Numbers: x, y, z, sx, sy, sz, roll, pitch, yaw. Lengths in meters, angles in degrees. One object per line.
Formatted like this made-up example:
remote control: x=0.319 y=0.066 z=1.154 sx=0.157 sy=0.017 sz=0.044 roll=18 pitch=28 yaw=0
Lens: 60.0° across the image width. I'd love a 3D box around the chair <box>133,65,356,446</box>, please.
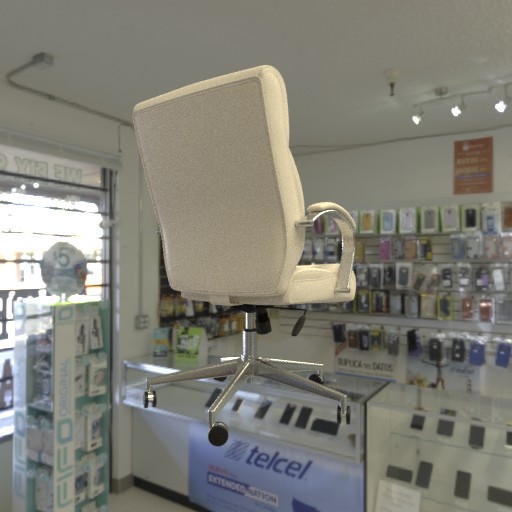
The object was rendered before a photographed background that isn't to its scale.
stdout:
chair: x=0.000 y=0.000 z=1.629 sx=0.727 sy=1.099 sz=0.745 roll=-1 pitch=-1 yaw=35
